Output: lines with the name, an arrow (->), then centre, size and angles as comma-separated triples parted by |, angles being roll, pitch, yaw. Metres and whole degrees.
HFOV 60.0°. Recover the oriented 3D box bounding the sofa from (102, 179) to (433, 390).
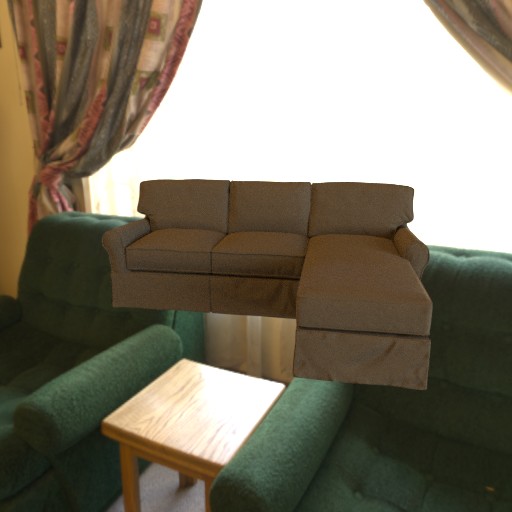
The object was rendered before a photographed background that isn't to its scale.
sofa -> 0.000, 0.000, 3.312 | 2.475, 0.978, 1.733 | 3, 16, 9
